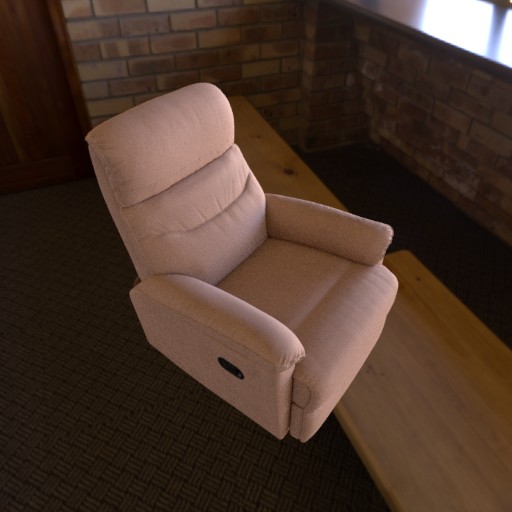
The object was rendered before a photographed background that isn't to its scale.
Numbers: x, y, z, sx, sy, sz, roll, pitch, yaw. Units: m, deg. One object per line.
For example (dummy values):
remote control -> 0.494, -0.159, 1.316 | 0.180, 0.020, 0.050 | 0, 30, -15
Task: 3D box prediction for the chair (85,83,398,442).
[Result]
chair -> 0.000, 0.000, 1.717 | 1.004, 1.037, 0.820 | 26, 47, 26
